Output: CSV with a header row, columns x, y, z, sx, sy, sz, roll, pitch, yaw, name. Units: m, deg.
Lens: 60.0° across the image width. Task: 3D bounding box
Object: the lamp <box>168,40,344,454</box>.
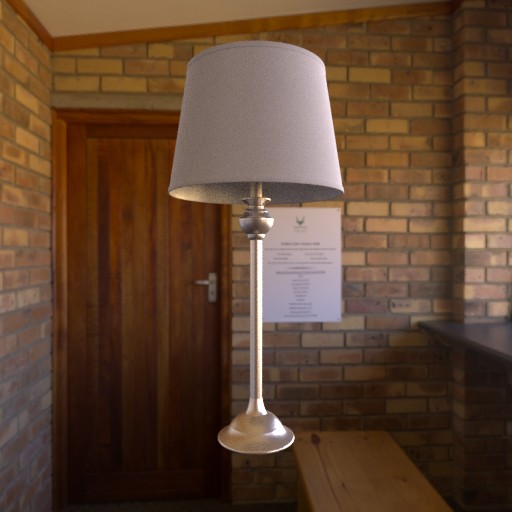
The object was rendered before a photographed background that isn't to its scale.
x,y,z,sx,sy,sz,roll,pitch,yaw,name
0.000,0.000,0.849,0.331,0.698,0.331,0,0,0,lamp
